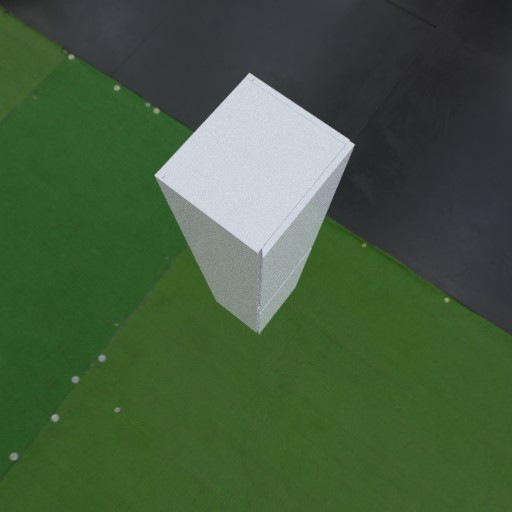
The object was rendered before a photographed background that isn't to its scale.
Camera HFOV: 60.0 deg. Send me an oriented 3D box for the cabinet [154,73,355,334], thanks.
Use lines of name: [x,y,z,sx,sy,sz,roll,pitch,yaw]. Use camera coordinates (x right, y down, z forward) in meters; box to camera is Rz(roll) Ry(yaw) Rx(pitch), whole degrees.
cabinet: [0.000,0.000,1.550,0.270,1.400,0.300,37,77,10]
